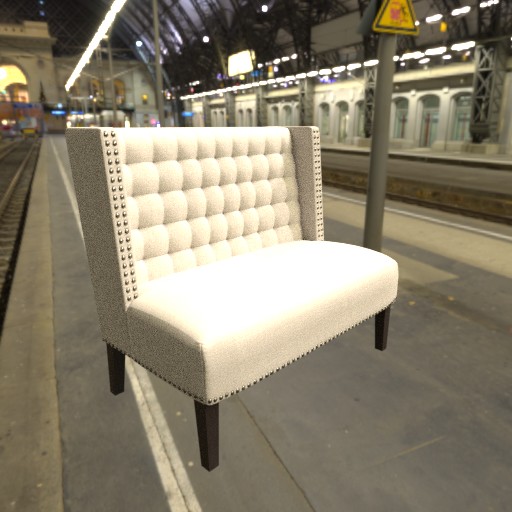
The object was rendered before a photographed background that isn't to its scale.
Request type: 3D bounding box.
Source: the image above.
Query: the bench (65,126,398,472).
[{"bbox_3d":[0.000,0.000,2.012,0.847,1.123,1.280,15,22,42],"label":"bench"}]
